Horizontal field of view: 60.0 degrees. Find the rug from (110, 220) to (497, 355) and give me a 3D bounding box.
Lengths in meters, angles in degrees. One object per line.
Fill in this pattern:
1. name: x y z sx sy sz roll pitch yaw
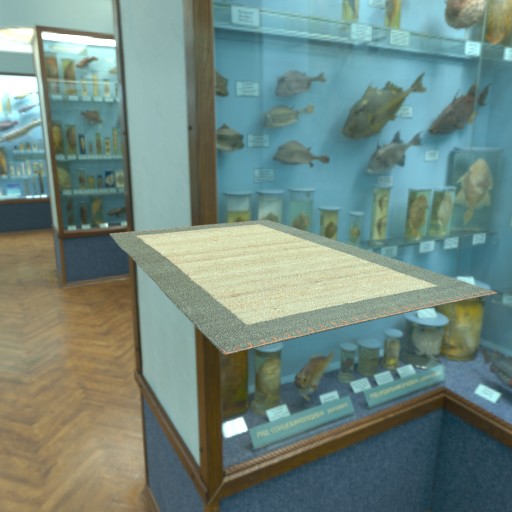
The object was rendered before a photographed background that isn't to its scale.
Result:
1. rug: 0.000 0.000 2.952 1.521 0.006 2.435 -7 16 -26
